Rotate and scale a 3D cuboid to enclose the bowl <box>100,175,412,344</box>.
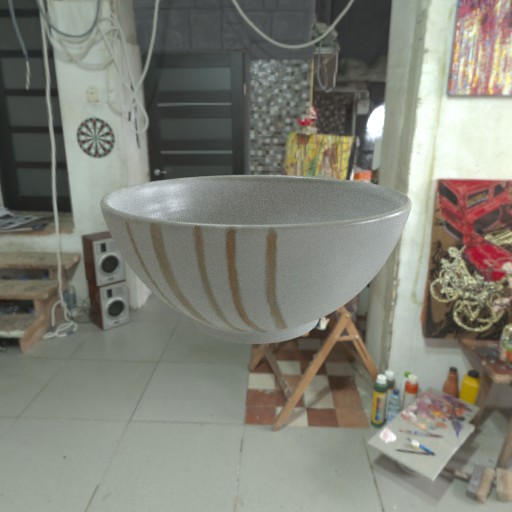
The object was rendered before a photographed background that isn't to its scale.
[{"bbox_3d":[0.000,0.000,0.419,0.268,0.121,0.268,0,17,0],"label":"bowl"}]
